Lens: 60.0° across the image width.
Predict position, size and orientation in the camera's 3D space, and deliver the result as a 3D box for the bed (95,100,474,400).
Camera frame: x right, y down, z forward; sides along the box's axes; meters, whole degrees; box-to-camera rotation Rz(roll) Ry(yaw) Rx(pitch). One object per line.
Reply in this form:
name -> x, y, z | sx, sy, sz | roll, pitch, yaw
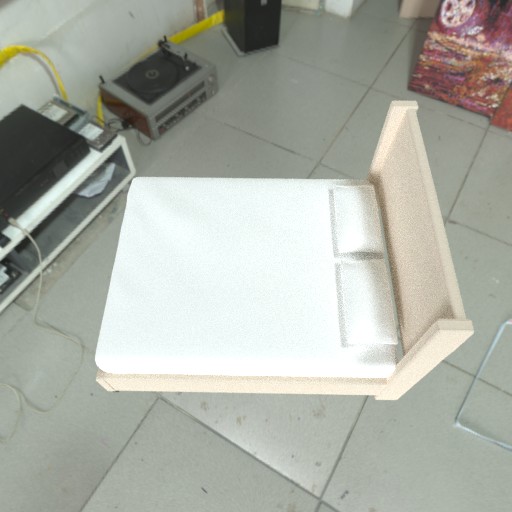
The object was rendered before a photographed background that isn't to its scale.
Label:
bed -> 0.000, 0.000, 3.373 | 2.293, 1.471, 1.778 | 1, 59, 1
